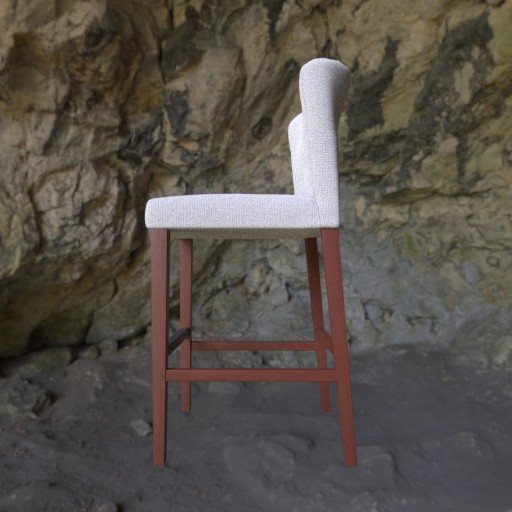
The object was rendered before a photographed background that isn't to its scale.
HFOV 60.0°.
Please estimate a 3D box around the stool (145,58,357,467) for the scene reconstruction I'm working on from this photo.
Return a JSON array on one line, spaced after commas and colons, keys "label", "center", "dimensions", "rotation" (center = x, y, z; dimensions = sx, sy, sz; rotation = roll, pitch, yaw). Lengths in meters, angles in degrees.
[{"label": "stool", "center": [0.000, 0.000, 1.346], "dimensions": [0.568, 1.069, 0.481], "rotation": [0, -1, 0]}]
